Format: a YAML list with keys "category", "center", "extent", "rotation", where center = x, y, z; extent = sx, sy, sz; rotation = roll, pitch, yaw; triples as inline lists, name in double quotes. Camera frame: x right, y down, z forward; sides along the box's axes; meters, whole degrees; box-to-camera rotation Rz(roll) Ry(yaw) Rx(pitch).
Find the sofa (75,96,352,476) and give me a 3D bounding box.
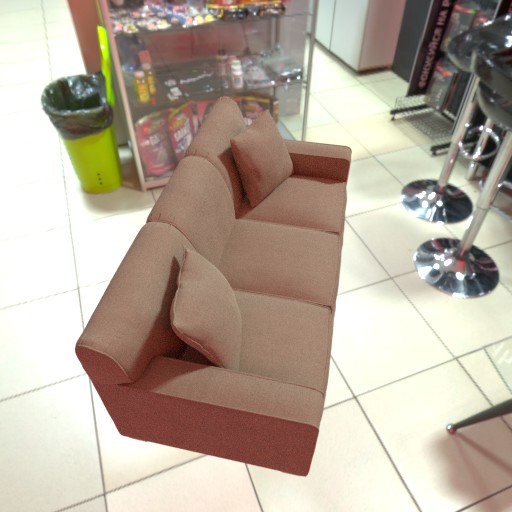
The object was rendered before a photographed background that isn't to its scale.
- category: "sofa"
  center: [0.000, 0.000, 2.554]
  extent: [0.997, 0.958, 2.024]
  rotation: [9, 47, 8]
